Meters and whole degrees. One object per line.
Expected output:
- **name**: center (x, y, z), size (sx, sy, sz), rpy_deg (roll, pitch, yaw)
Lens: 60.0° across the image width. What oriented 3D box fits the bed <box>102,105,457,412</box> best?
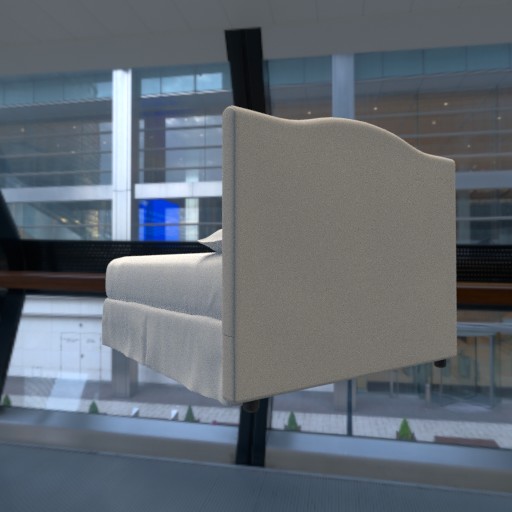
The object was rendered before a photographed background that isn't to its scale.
- **bed**: center (0.000, 0.000, 3.283), size (1.753, 1.460, 2.143), rpy_deg (1, -1, -35)
